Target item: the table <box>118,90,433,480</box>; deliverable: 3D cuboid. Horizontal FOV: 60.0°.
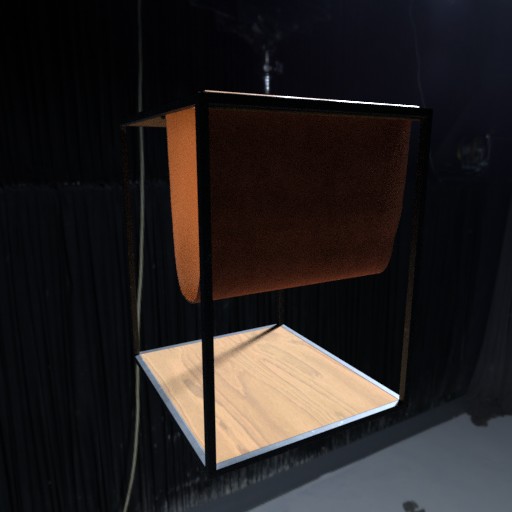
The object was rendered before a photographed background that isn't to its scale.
[{"bbox_3d":[0.000,0.000,0.864,0.399,0.536,0.450,-7,14,-28],"label":"table"}]
